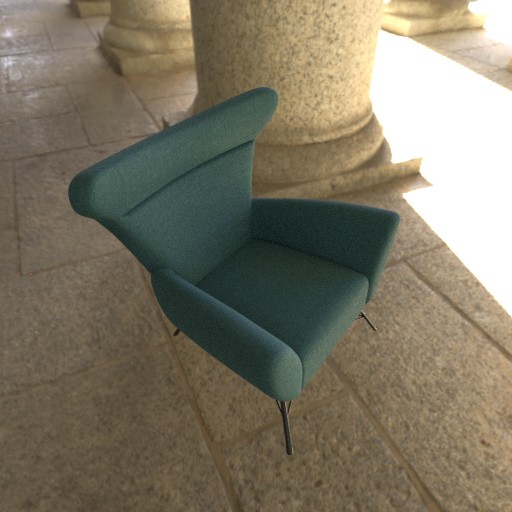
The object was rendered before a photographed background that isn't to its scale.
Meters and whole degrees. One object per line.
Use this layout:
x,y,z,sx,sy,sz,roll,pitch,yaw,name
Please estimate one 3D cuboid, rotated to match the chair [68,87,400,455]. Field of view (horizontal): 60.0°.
0.000,0.000,1.790,0.900,0.980,1.050,25,46,27,chair
